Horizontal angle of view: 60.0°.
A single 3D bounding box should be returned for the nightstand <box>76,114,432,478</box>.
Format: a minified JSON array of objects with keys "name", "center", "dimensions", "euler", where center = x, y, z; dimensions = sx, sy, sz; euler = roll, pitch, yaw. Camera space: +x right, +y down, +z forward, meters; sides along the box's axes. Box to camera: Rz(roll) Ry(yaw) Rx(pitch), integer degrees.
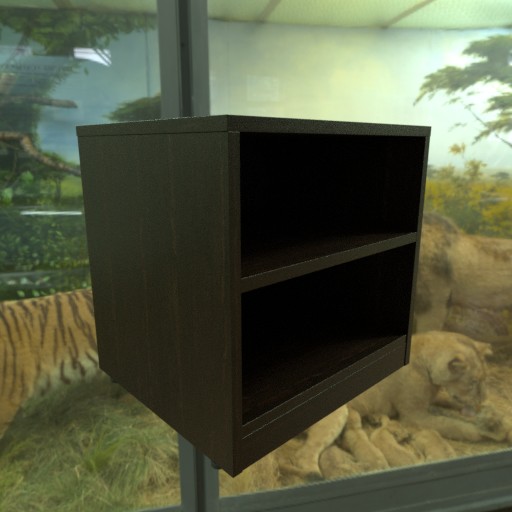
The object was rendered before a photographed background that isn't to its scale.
[{"name":"nightstand","center":[0.000,0.000,0.866],"dimensions":[0.489,0.487,0.427],"euler":[-13,19,-41]}]
